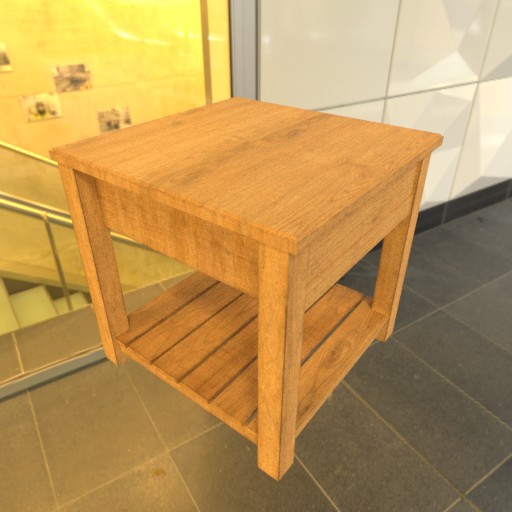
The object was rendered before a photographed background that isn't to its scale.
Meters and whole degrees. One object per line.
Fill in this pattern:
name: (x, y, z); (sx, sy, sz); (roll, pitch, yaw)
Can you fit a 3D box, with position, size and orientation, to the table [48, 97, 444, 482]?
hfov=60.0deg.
table: (0.000, 0.000, 1.120); (0.616, 0.593, 0.612); (22, 39, 31)
